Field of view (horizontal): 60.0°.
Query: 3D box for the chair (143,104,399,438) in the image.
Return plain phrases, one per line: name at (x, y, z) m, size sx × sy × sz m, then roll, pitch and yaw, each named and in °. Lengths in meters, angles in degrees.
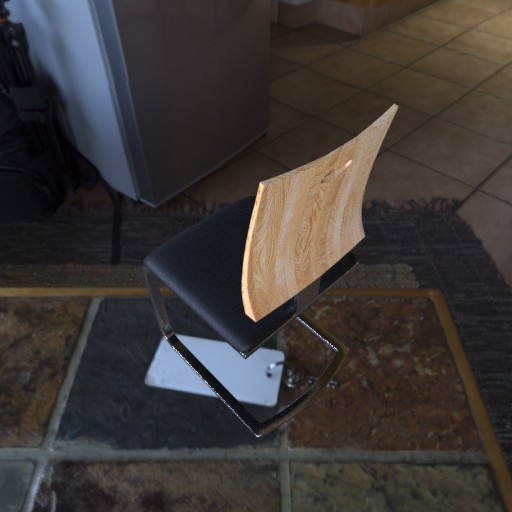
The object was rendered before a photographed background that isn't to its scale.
chair at (0.000, 0.000, 1.246) m, size 0.462 × 0.936 × 0.560 m, roll -35°, pitch 56°, yaw -28°
